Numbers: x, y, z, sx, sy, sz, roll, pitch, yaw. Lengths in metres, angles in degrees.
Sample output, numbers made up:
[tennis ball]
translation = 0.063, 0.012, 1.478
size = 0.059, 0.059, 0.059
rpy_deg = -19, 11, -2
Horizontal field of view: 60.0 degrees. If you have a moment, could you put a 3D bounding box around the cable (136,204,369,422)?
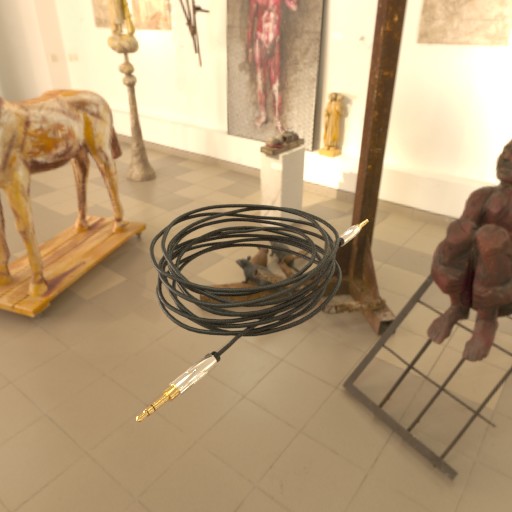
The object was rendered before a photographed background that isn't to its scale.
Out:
[cable]
translation = 0.000, 0.000, 0.496
size = 0.198, 0.069, 0.432
rpy_deg = 21, 36, 32
